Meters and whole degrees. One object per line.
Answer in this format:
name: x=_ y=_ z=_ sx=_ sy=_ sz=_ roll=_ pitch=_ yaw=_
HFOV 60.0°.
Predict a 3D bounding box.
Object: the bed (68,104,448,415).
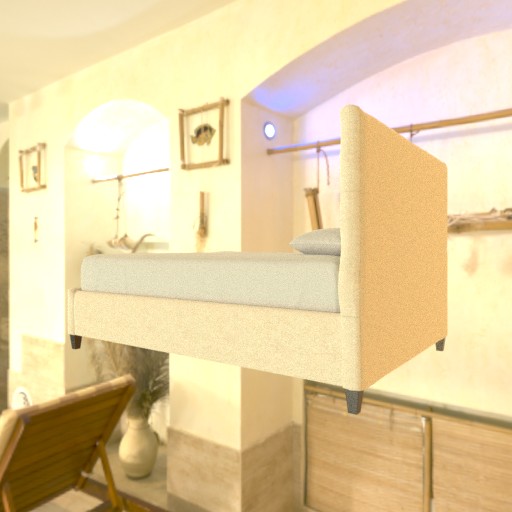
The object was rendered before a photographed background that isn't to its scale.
bed: x=0.000 y=0.000 z=3.374 sx=2.387 sy=1.427 sz=1.698 roll=1 pitch=1 yaw=36
